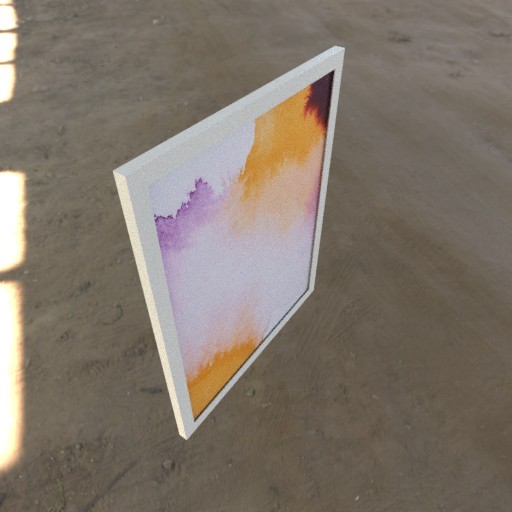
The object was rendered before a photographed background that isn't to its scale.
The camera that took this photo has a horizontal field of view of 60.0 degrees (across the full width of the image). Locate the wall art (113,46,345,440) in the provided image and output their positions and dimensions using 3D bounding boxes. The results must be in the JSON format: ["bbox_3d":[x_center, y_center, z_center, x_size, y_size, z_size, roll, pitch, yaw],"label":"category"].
[{"bbox_3d":[0.000,0.000,1.096,0.026,0.811,0.661,26,49,25],"label":"wall art"}]
